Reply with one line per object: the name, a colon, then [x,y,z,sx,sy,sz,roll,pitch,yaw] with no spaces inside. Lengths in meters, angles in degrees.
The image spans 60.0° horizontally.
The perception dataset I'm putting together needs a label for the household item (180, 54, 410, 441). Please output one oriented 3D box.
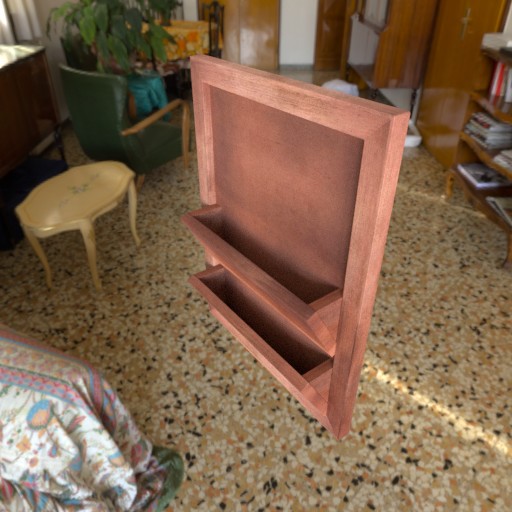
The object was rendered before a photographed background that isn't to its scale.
household item: [0.000,0.000,0.541,0.067,0.407,0.310,-22,40,-30]
